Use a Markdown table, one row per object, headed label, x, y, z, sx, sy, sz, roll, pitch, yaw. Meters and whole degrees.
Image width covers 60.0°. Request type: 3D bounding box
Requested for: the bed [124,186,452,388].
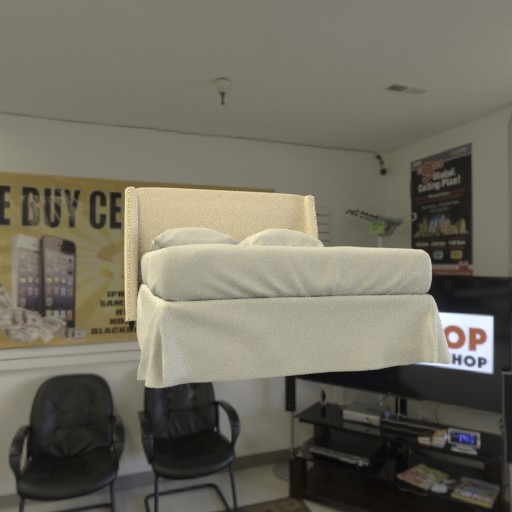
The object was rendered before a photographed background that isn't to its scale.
| label | x | y | z | sx | sy | sz | roll | pitch | yaw |
| --- | --- | --- | --- | --- | --- | --- | --- | --- | --- |
| bed | 0.000 | 0.000 | 3.427 | 1.925 | 1.332 | 2.276 | 0 | -1 | -17 |
